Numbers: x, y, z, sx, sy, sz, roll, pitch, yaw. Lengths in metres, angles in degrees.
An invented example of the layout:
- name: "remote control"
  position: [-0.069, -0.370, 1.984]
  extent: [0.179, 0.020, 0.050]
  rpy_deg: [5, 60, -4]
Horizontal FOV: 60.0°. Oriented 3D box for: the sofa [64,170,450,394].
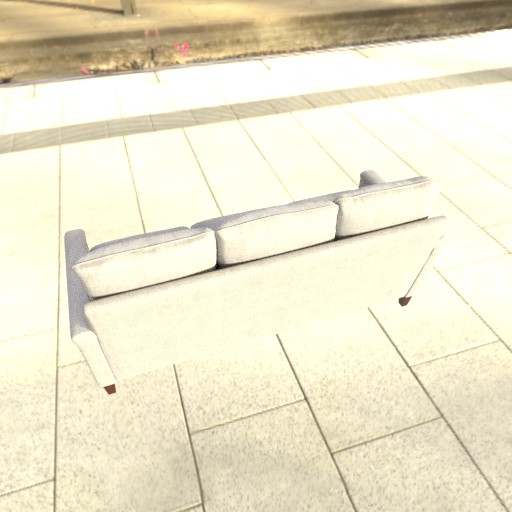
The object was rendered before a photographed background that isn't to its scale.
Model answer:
- name: "sofa"
  position: [0.000, 0.000, 2.452]
  extent: [1.925, 0.959, 0.828]
  rpy_deg: [-14, 43, -15]
